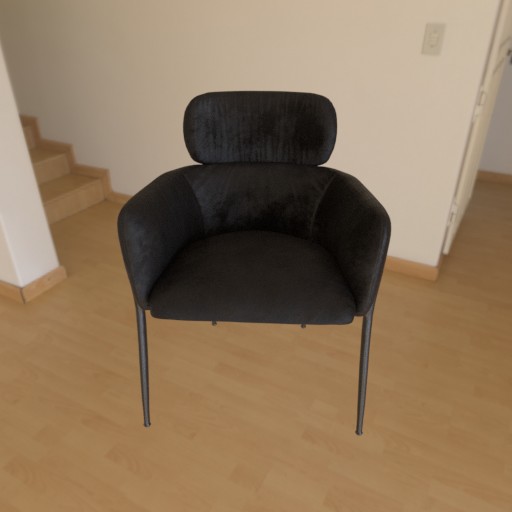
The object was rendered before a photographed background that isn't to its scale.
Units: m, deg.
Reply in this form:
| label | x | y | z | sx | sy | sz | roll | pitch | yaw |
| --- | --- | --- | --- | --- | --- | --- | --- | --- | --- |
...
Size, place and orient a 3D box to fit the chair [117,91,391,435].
| label | x | y | z | sx | sy | sz | roll | pitch | yaw |
| --- | --- | --- | --- | --- | --- | --- | --- | --- | --- |
| chair | 0.000 | 0.000 | 1.291 | 0.640 | 0.818 | 0.604 | 1 | 30 | 2 |
